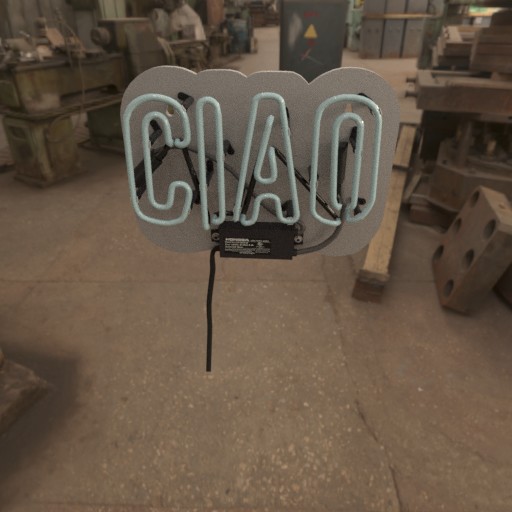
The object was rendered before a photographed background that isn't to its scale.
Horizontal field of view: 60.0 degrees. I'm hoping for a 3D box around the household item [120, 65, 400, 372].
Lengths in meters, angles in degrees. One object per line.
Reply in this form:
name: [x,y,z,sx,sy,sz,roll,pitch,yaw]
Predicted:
household item: [0.000,0.000,0.377,0.211,0.294,0.042,2,31,3]
